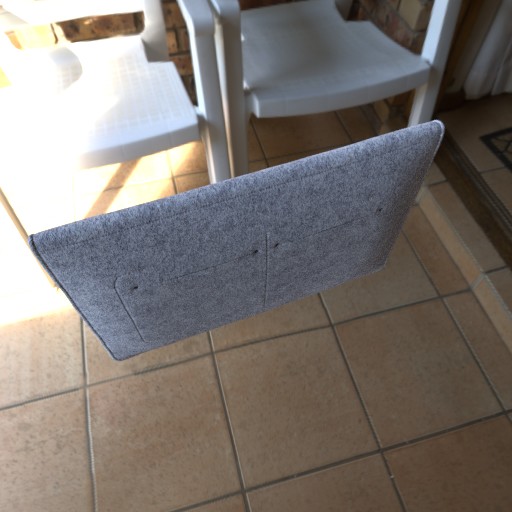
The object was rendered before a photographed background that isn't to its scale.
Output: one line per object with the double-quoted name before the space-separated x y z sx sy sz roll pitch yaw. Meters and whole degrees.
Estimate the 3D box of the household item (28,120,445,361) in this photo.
"household item" 0.000 0.000 0.428 0.335 0.221 0.057 -18 59 -11
